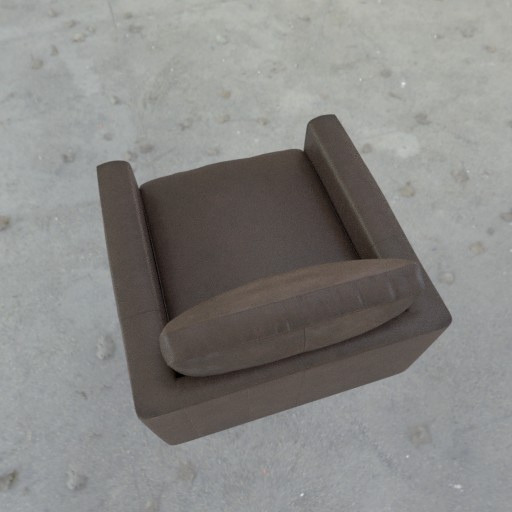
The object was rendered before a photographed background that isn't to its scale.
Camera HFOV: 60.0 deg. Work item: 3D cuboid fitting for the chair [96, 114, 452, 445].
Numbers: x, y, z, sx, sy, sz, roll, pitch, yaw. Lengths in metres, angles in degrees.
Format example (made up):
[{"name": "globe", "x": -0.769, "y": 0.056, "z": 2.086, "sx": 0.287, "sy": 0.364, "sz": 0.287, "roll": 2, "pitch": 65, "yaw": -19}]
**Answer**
[{"name": "chair", "x": 0.000, "y": 0.000, "z": 1.770, "sx": 1.100, "sy": 0.812, "sz": 1.069, "roll": -15, "pitch": 60, "yaw": -9}]
